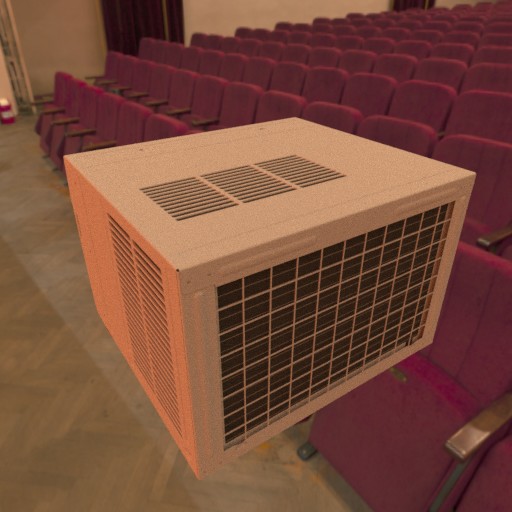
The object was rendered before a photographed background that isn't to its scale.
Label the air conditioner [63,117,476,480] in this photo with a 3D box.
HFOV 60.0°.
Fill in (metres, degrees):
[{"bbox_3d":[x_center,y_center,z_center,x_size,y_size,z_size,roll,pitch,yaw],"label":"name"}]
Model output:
[{"bbox_3d":[0.000,0.000,1.038,0.645,0.455,0.599,-19,35,-29],"label":"air conditioner"}]
